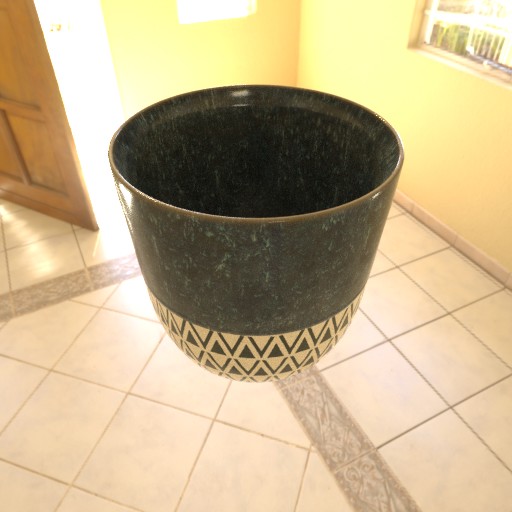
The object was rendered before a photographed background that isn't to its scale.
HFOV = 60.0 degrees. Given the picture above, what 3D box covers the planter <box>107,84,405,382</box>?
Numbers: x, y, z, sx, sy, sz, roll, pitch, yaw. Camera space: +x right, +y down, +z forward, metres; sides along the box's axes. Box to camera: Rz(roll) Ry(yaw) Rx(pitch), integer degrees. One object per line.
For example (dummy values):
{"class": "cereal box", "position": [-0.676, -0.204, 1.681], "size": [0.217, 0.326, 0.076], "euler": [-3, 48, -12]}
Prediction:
{"class": "planter", "position": [0.000, 0.000, 0.368], "size": [0.195, 0.214, 0.195], "euler": [0, 41, 0]}
